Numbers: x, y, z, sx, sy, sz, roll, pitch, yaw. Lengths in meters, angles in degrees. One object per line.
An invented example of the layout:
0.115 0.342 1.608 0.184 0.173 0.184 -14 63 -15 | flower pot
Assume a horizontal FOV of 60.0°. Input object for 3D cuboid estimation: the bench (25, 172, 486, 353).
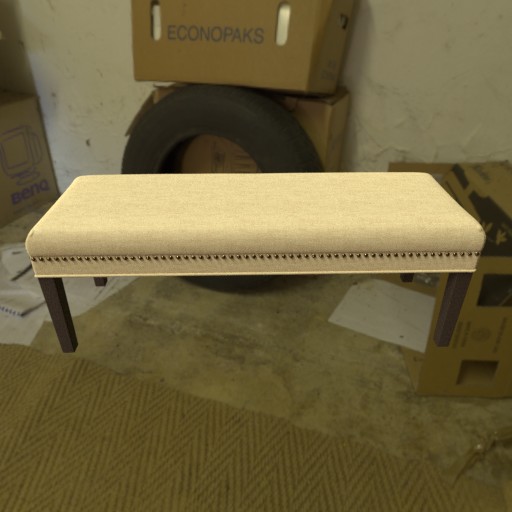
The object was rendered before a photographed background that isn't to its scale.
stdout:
0.000 0.000 1.424 1.219 0.457 0.410 -1 31 -1 | bench
